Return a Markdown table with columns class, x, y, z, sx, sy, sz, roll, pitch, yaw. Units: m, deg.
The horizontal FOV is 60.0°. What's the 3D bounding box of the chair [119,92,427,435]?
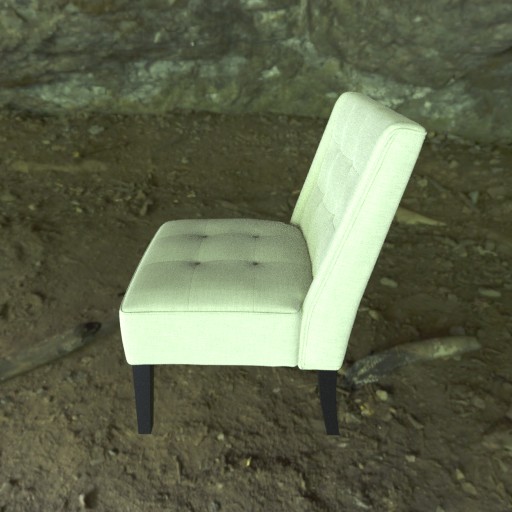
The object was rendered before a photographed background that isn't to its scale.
| class | x | y | z | sx | sy | sz | roll | pitch | yaw |
| --- | --- | --- | --- | --- | --- | --- | --- | --- | --- |
| chair | 0.000 | 0.000 | 1.287 | 0.676 | 0.853 | 0.569 | 0 | 26 | 0 |
